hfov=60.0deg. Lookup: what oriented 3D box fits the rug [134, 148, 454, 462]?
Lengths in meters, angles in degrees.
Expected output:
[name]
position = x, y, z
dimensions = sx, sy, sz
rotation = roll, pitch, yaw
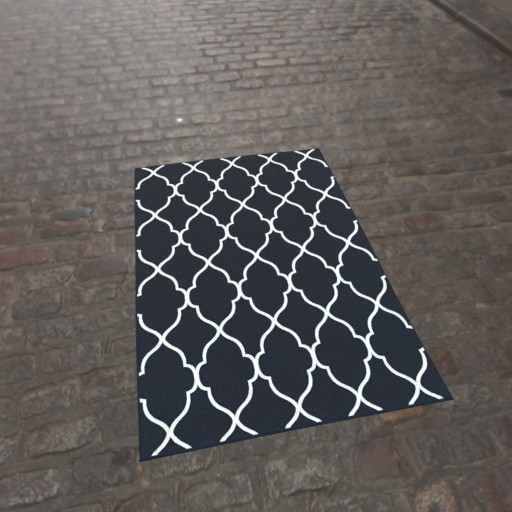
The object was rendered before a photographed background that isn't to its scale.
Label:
[rug]
position = 0.000, 0.000, 2.848
dimensions = 1.528, 0.014, 2.294
rotation = -8, 46, -8
